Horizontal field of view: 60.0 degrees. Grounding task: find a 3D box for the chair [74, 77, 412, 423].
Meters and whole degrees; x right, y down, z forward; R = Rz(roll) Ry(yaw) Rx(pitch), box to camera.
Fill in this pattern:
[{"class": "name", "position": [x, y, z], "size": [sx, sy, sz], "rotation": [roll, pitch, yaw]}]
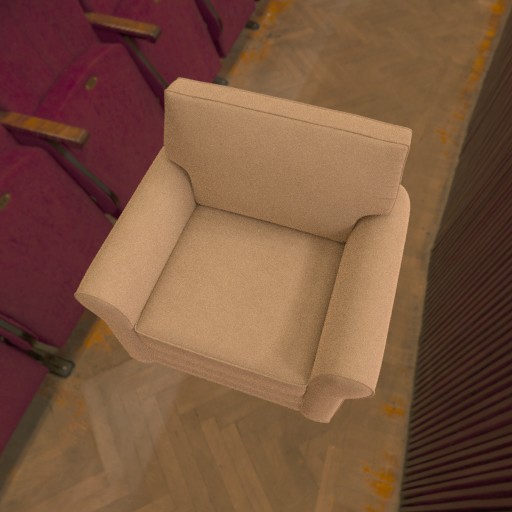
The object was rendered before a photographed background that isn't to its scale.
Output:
[{"class": "chair", "position": [0.000, 0.000, 1.716], "size": [1.040, 0.955, 0.863], "rotation": [16, 60, 9]}]
